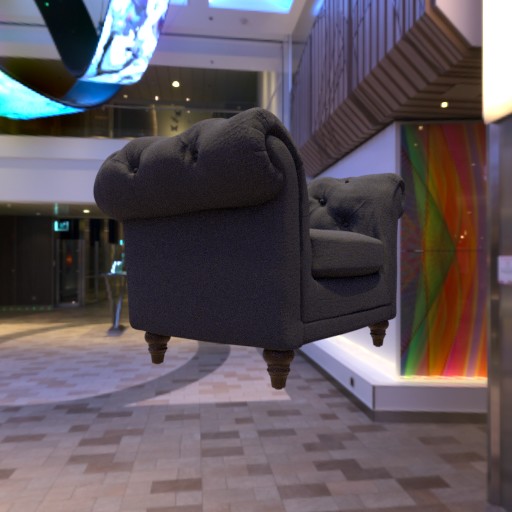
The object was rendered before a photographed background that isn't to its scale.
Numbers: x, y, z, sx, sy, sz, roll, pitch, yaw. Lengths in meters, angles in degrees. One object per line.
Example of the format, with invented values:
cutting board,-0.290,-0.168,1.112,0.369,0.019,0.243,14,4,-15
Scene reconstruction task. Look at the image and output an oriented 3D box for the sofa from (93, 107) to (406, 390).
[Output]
sofa,0.000,0.000,2.042,1.032,0.878,1.405,0,-1,36
